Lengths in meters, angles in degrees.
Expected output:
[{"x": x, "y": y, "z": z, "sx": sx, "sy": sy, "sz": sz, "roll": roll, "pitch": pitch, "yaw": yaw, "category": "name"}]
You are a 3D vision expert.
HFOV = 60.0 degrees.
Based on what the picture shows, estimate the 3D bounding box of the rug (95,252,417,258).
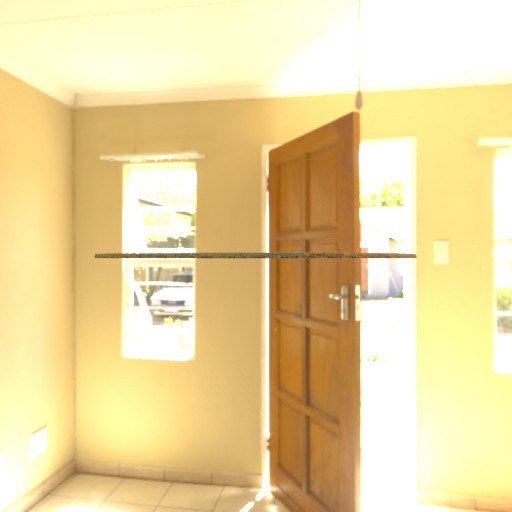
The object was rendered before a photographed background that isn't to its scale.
[{"x": 0.000, "y": 0.000, "z": 3.602, "sx": 2.461, "sy": 0.033, "sz": 2.461, "roll": 0, "pitch": 0, "yaw": 0, "category": "rug"}]
